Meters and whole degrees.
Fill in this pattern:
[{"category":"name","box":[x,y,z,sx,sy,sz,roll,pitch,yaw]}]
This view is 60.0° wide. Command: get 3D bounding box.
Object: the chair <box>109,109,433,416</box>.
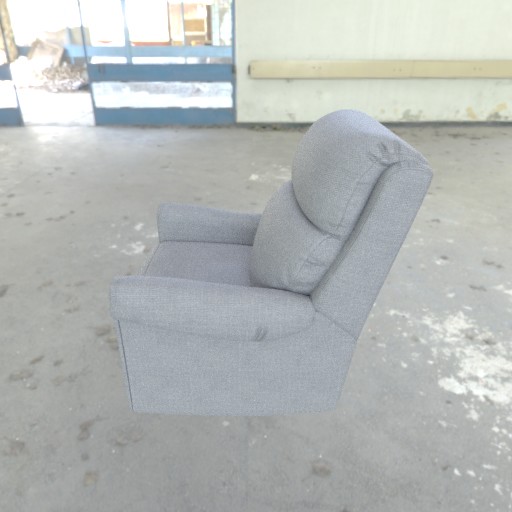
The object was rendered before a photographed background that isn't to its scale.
[{"category":"chair","box":[0.000,0.000,1.756,1.014,1.054,0.838,0,26,1]}]
